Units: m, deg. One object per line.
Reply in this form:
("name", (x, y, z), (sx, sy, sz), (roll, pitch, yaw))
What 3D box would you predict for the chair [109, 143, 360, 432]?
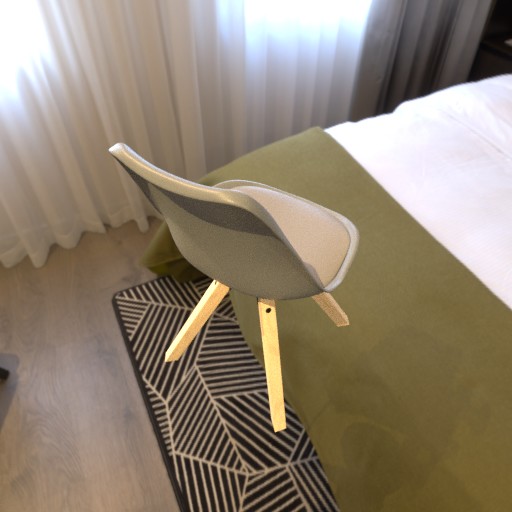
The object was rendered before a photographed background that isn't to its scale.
("chair", (0.000, 0.000, 1.172), (0.485, 0.850, 0.550), (25, 51, 22))
